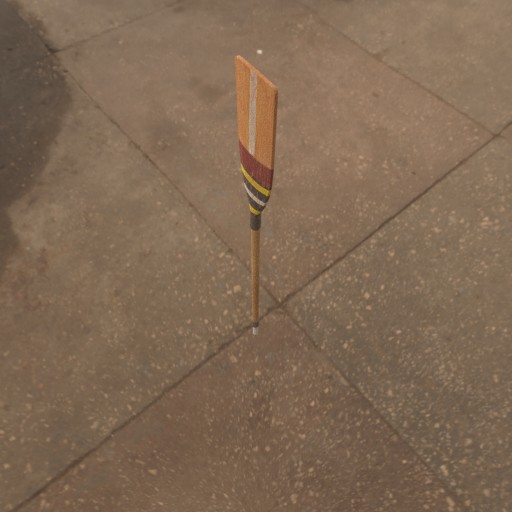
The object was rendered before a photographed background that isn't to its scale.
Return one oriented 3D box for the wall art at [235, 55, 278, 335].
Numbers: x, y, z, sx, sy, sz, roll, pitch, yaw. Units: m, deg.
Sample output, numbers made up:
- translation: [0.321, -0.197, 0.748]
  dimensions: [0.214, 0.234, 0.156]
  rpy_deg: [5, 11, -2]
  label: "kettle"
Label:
- translation: [0.000, 0.000, 1.626]
  dimensions: [0.038, 1.556, 0.146]
  rpy_deg: [-33, 64, -18]
  label: "wall art"
